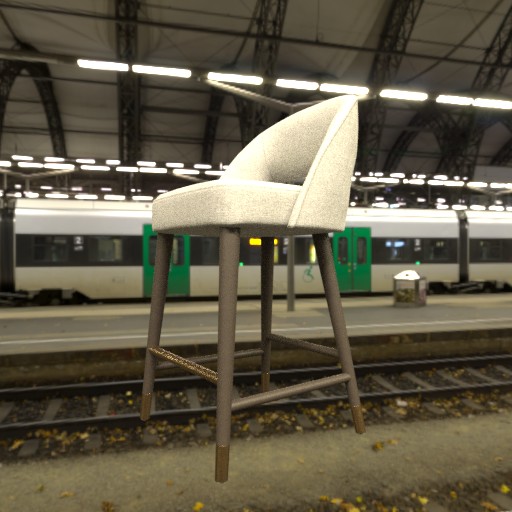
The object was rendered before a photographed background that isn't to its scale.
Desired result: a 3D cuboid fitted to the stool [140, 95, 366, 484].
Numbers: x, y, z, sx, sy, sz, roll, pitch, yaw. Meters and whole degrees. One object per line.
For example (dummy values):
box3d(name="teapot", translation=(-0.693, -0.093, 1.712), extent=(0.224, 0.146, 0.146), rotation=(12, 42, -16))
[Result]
box3d(name="stool", translation=(0.000, 0.000, 1.238), extent=(0.509, 0.940, 0.494), rotation=(0, 0, -35))
